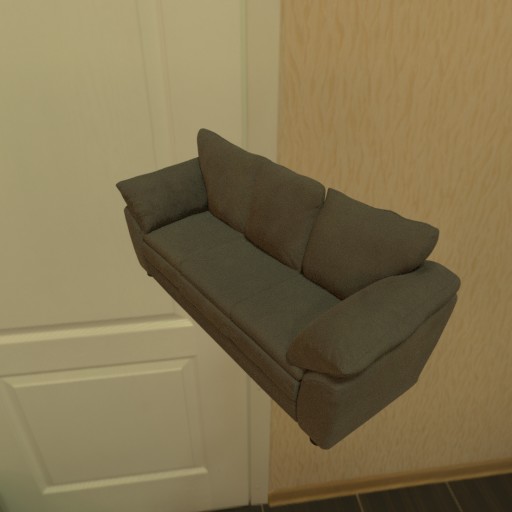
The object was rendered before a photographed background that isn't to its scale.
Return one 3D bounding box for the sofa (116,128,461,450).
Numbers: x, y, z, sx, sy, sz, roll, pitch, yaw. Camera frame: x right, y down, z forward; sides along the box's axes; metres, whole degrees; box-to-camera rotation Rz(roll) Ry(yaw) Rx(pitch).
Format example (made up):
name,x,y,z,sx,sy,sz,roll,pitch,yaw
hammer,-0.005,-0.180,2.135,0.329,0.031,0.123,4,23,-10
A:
name,x,y,z,sx,sy,sz,roll,pitch,yaw
sofa,0.000,0.000,2.846,0.878,1.073,2.336,-22,38,-31
